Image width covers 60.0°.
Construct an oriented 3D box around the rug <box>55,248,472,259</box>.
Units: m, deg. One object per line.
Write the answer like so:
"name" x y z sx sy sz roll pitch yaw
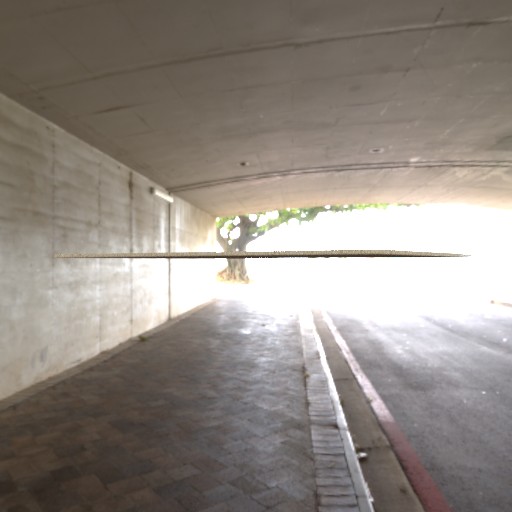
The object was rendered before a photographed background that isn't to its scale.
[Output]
"rug" 0.000 0.000 3.403 2.698 0.025 1.798 -1 -1 37
